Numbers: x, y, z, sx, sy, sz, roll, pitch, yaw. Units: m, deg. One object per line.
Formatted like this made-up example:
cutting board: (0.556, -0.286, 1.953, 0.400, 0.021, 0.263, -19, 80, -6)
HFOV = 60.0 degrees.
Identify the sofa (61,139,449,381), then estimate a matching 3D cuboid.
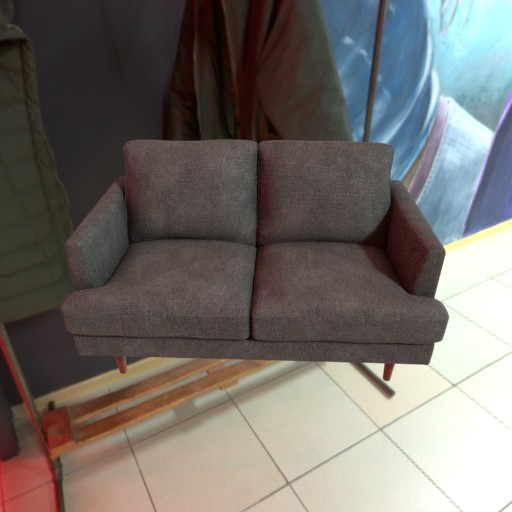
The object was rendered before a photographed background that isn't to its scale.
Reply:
sofa: (0.000, 0.000, 2.139, 1.582, 0.956, 0.903, 1, 31, 2)
